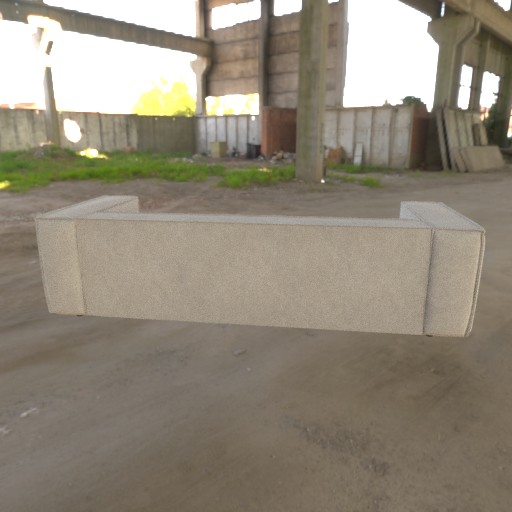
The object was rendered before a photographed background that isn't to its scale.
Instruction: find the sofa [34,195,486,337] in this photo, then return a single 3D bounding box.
[{"bbox_3d":[0.000,0.000,3.104,2.697,0.680,1.038,2,16,8],"label":"sofa"}]
